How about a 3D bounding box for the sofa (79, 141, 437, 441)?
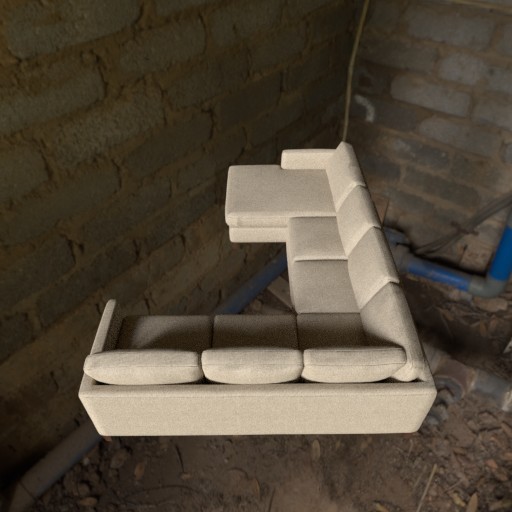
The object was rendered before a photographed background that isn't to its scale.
[{"bbox_3d":[0.000,0.000,4.543,2.593,0.959,3.460,0,43,0],"label":"sofa"}]
